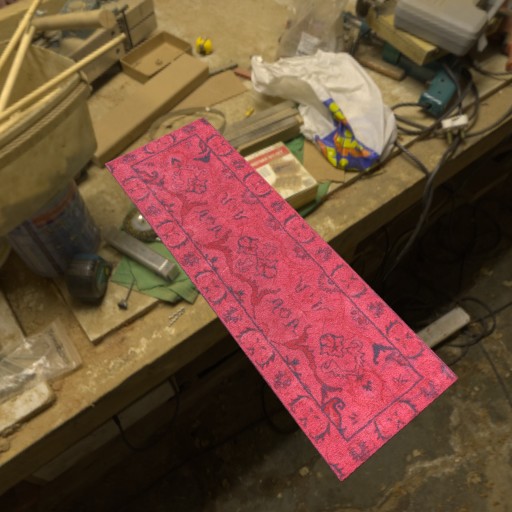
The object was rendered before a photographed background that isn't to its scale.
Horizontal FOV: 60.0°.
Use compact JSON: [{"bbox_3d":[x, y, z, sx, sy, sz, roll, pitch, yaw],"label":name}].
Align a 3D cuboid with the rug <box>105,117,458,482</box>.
[{"bbox_3d":[0.000,0.000,2.678,0.813,0.018,2.439,-32,63,-18],"label":"rug"}]
